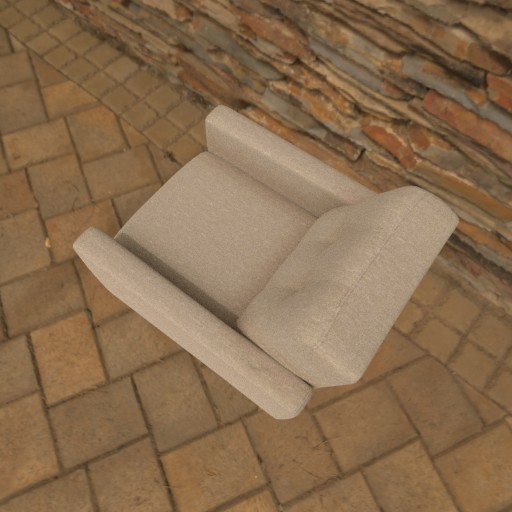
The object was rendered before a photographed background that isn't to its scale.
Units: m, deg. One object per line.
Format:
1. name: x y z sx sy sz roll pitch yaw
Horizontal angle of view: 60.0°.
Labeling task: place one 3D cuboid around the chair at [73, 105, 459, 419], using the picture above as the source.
1. chair: 0.000 0.000 1.807 1.128 0.965 0.897 34 68 15
